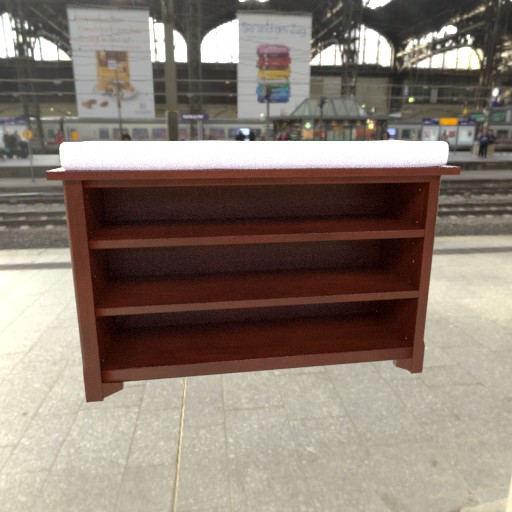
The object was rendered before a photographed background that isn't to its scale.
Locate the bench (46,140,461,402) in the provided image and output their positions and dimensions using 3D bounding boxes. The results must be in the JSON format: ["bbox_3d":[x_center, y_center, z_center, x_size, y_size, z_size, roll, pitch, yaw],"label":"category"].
[{"bbox_3d":[0.000,0.000,1.284,0.987,0.646,0.369,-2,15,-9],"label":"bench"}]
